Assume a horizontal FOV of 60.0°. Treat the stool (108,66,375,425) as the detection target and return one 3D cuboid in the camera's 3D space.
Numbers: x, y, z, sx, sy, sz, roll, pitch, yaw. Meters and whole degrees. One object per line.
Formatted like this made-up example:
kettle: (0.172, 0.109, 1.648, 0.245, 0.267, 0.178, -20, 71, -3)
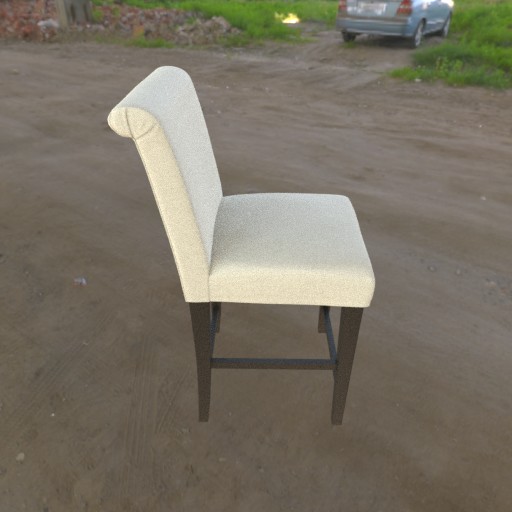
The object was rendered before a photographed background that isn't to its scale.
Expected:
stool: (0.000, 0.000, 1.312, 0.597, 0.976, 0.452, 1, 33, 1)
